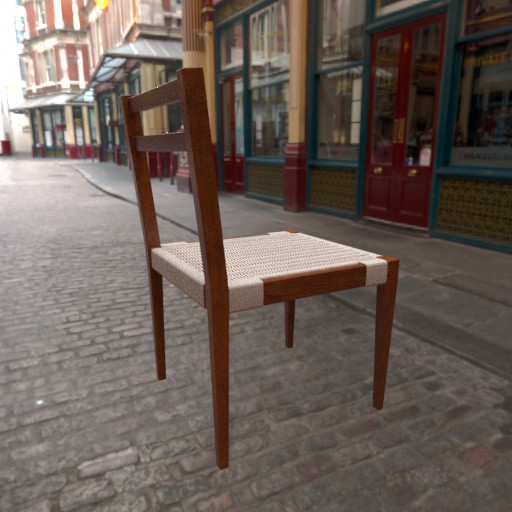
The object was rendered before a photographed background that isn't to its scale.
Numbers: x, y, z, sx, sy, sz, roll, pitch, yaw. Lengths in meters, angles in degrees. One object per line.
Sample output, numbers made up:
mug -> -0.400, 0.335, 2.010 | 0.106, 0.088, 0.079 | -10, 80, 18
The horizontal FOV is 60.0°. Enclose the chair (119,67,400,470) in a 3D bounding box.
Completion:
chair -> 0.000, 0.000, 1.213 | 0.569, 0.851, 0.495 | -7, 15, -28
